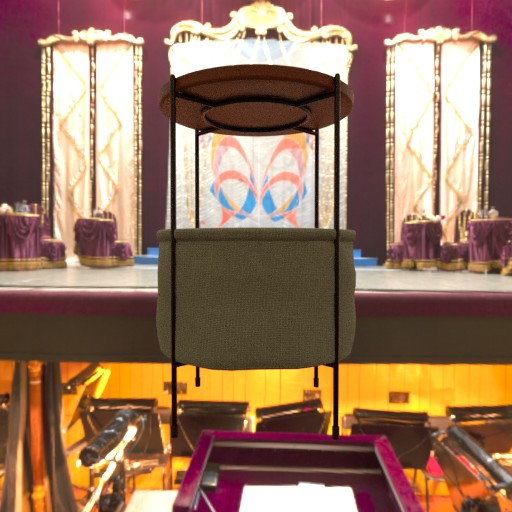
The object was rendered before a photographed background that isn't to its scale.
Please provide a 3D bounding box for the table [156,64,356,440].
[{"bbox_3d":[0.000,0.000,0.898,0.400,0.623,0.400,0,1,1],"label":"table"}]
